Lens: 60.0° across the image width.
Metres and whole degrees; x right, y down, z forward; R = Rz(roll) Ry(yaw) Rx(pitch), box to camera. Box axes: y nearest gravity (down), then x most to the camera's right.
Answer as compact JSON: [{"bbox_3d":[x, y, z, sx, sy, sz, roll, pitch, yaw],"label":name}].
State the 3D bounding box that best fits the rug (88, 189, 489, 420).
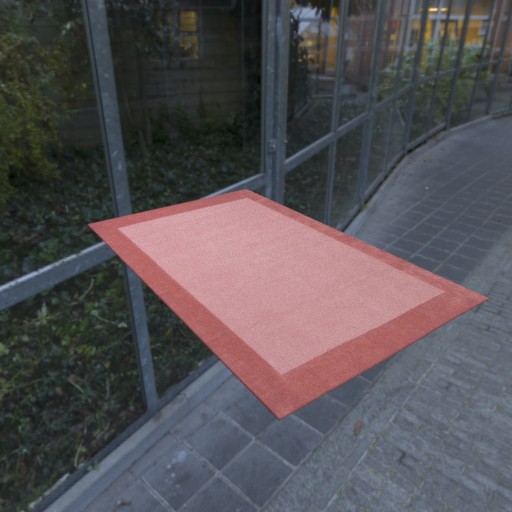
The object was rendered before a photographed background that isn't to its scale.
[{"bbox_3d":[0.000,0.000,3.015,1.524,0.014,2.438,-18,32,-31],"label":"rug"}]
